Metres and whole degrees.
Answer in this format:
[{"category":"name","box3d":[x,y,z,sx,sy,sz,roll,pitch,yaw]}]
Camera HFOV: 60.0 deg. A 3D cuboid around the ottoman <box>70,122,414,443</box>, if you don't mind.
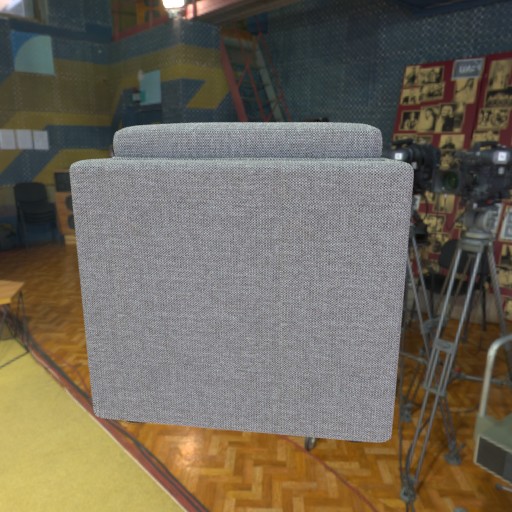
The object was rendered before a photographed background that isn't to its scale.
[{"category":"ottoman","box3d":[0.000,0.000,0.810,0.450,0.460,0.450,2,14,8]}]
